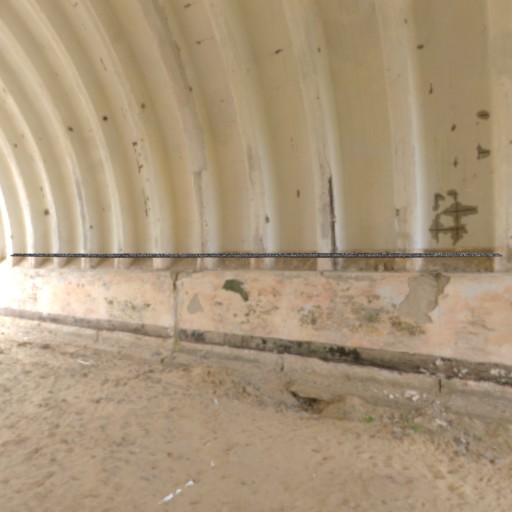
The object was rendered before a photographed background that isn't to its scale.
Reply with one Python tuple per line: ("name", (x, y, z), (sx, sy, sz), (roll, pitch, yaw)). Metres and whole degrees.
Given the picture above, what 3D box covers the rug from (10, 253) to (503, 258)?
("rug", (0.000, 0.000, 2.956), (2.443, 0.021, 1.538), (0, -1, 1))
